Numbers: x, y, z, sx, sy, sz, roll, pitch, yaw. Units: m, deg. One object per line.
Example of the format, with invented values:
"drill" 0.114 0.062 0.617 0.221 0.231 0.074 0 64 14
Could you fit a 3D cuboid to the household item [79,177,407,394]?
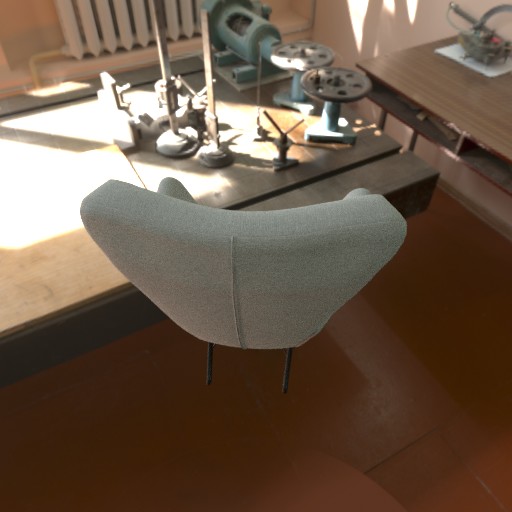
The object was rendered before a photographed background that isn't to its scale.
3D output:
"household item" 0.000 0.000 1.796 0.980 1.050 0.900 4 46 4
